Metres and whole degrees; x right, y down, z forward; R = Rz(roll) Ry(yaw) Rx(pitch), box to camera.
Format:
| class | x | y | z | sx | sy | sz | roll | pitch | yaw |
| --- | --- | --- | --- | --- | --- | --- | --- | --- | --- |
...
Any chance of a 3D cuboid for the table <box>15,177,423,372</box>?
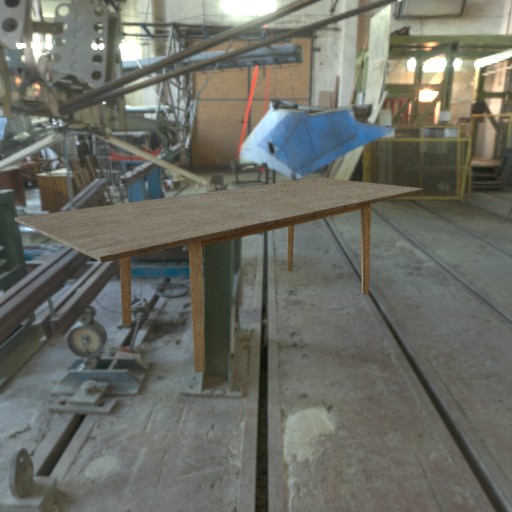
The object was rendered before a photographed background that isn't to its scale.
| class | x | y | z | sx | sy | sz | roll | pitch | yaw |
| --- | --- | --- | --- | --- | --- | --- | --- | --- | --- |
| table | 0.000 | 0.000 | 2.986 | 2.603 | 0.752 | 1.000 | -16 | 23 | -42 |
